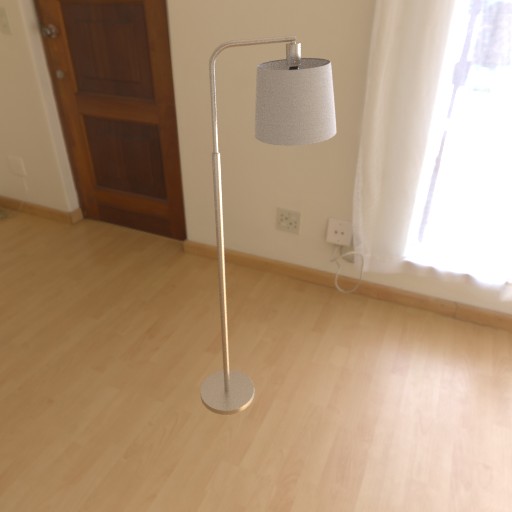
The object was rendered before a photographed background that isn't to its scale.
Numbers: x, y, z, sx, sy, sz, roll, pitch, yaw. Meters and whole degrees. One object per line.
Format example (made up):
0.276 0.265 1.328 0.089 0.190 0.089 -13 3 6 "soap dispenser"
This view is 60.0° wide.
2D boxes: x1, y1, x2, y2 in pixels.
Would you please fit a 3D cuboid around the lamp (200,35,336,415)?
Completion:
0.000 0.000 1.653 0.508 1.478 0.254 0 32 -1 "lamp"
